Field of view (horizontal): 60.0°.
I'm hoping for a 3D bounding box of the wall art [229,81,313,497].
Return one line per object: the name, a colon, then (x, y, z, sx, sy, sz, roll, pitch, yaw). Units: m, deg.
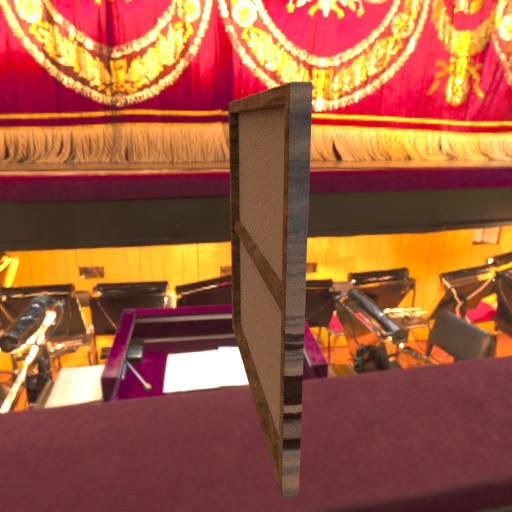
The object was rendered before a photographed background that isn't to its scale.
wall art: (0.000, 0.000, 1.096, 0.035, 0.747, 0.747, -3, 17, -10)
